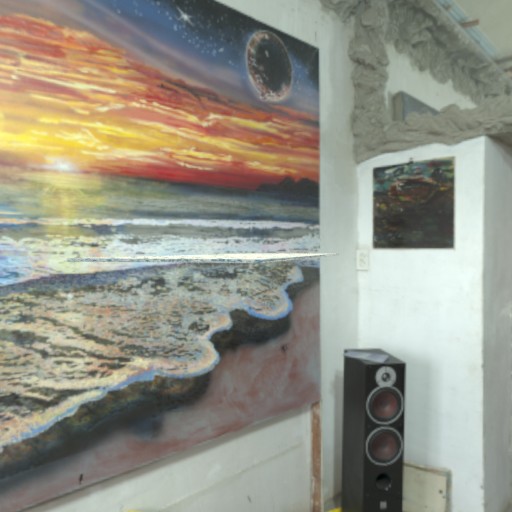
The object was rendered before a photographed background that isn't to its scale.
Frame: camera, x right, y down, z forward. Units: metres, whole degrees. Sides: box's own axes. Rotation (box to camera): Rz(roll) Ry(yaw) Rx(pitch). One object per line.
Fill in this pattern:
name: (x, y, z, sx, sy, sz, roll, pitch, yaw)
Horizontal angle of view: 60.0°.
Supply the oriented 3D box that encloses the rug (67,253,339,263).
rug: (0.000, 0.000, 2.706, 0.770, 0.013, 2.434, 0, 1, 16)
